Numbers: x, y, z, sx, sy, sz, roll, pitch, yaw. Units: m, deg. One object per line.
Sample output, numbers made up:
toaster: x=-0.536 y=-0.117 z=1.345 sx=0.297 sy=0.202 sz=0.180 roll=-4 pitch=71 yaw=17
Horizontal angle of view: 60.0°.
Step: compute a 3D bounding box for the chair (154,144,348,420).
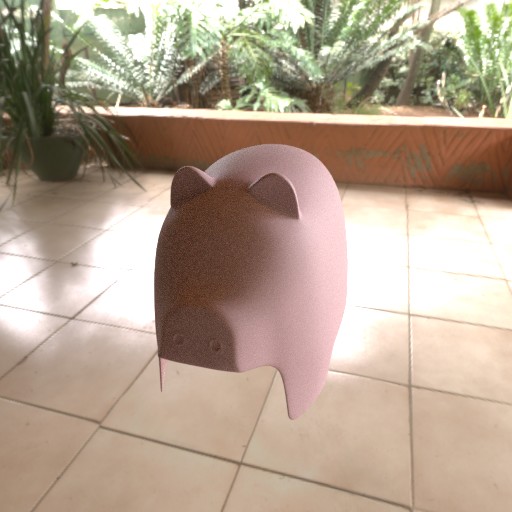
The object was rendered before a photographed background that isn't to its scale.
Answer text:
chair: x=0.000 y=0.000 z=0.887 sx=0.364 sy=0.423 sz=0.619 roll=7 pitch=27 yaw=14
